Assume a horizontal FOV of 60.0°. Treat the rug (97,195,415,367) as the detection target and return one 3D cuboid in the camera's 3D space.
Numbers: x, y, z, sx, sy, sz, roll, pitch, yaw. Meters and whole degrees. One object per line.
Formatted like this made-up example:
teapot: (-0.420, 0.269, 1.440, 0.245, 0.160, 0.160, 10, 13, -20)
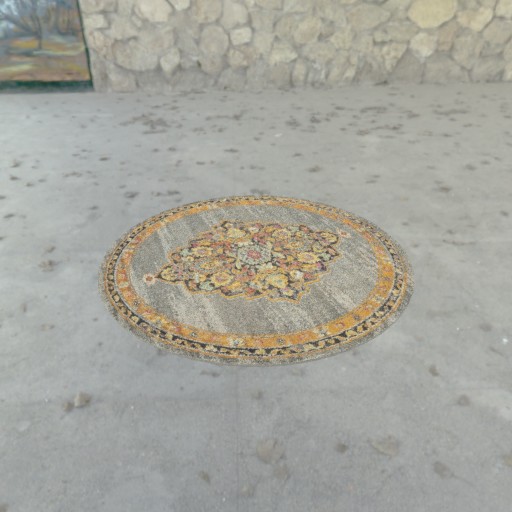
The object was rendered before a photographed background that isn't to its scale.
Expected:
rug: (0.000, 0.000, 3.477, 2.382, 0.014, 2.382, 0, 31, 0)
